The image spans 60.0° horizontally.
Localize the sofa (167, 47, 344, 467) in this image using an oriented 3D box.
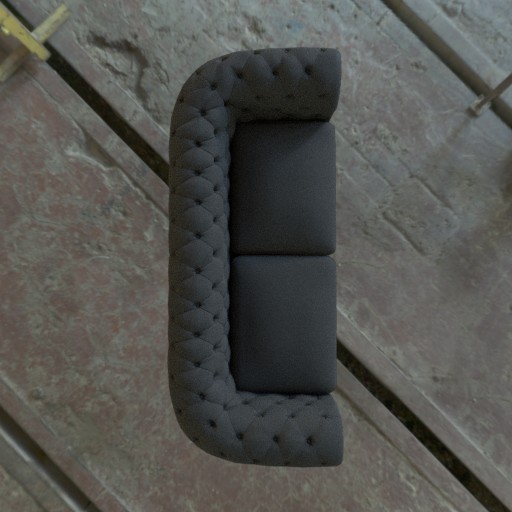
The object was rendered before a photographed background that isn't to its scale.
[{"bbox_3d":[0.000,0.000,2.759,0.991,0.762,2.362,0,88,0],"label":"sofa"}]
